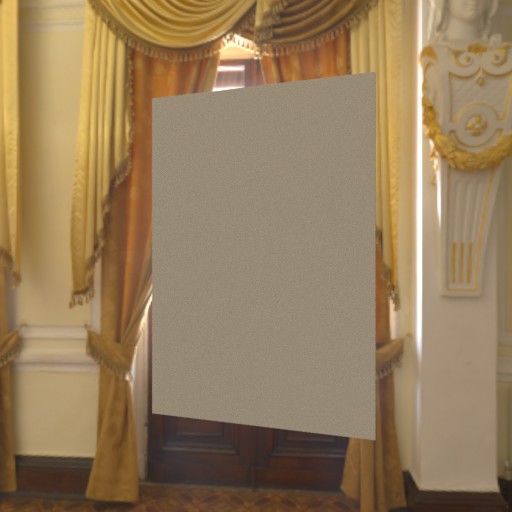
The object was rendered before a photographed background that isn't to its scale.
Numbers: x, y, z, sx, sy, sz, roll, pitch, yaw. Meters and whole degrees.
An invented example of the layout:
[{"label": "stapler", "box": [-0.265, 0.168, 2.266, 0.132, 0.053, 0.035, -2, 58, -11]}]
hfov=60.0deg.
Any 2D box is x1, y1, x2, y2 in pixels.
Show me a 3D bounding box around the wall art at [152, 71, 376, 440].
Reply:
[{"label": "wall art", "box": [0.000, 0.000, 0.623, 0.325, 0.474, 0.010, 0, 0, 18]}]
